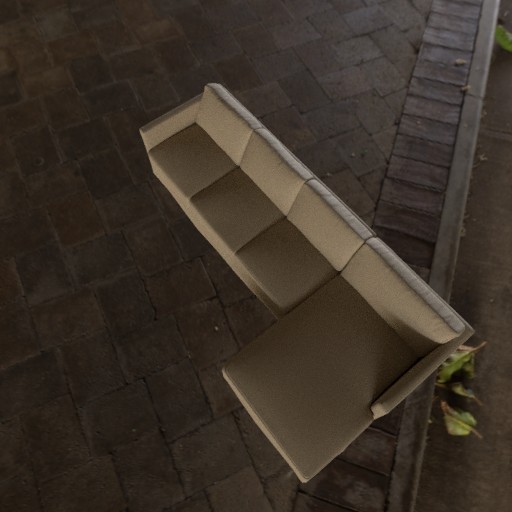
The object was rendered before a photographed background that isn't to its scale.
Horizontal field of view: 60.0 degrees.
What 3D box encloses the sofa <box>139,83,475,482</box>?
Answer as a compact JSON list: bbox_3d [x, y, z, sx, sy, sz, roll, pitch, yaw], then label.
[{"bbox_3d":[0.000,0.000,3.775,1.622,0.871,3.206,-36,69,-16],"label":"sofa"}]
